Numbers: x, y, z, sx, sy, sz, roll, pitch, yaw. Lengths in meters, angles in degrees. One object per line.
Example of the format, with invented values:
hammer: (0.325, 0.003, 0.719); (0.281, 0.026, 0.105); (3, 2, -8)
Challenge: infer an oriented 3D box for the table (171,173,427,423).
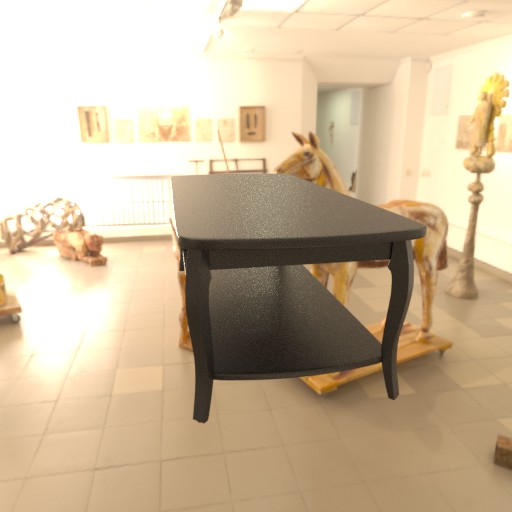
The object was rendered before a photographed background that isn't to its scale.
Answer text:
table: (0.000, 0.000, 1.594); (0.571, 0.457, 1.333); (-3, 16, -11)
